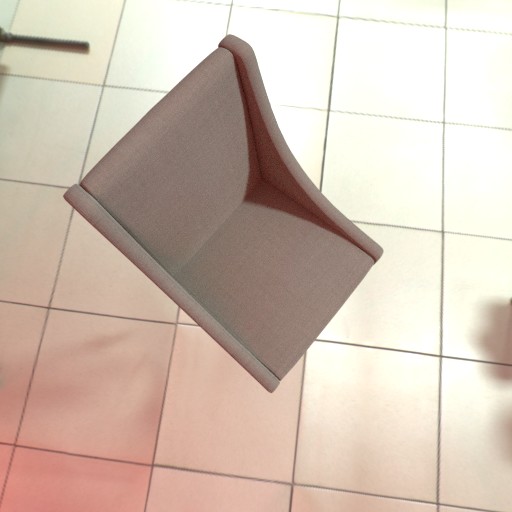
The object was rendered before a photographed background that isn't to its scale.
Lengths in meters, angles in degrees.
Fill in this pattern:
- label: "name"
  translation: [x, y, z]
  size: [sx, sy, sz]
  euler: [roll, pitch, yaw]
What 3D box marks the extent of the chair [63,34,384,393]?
- label: "chair"
  translation: [0.000, 0.000, 1.384]
  size: [0.611, 1.021, 0.575]
  euler: [39, 78, 10]
